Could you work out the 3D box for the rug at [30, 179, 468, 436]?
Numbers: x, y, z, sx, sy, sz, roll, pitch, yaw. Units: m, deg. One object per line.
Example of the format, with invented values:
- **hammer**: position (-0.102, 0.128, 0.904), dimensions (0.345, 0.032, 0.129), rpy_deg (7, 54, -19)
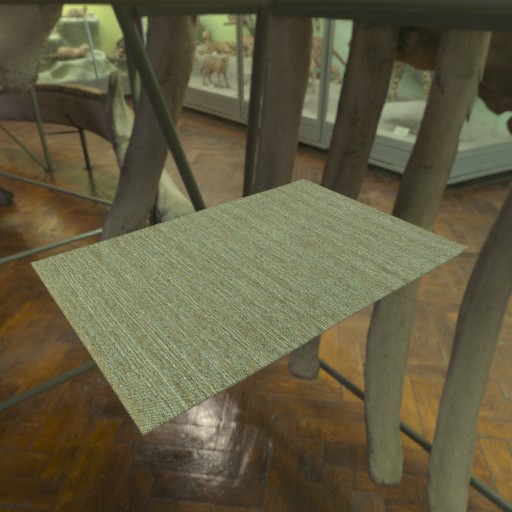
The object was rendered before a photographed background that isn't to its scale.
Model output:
- **rug**: position (0.000, 0.000, 2.218), dimensions (1.824, 0.010, 1.240), rpy_deg (-22, 37, -32)
